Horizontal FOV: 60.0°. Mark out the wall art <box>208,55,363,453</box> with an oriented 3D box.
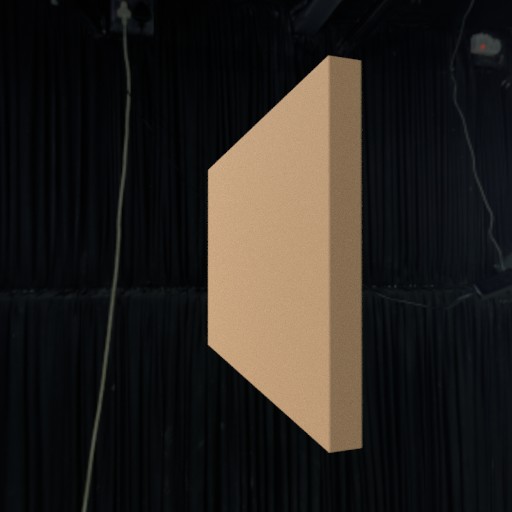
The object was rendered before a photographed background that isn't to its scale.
[{"bbox_3d":[0.000,0.000,0.751,0.039,0.407,0.609,0,-1,-18],"label":"wall art"}]
